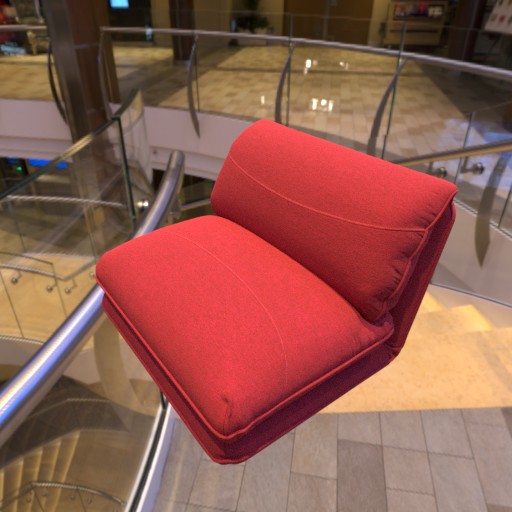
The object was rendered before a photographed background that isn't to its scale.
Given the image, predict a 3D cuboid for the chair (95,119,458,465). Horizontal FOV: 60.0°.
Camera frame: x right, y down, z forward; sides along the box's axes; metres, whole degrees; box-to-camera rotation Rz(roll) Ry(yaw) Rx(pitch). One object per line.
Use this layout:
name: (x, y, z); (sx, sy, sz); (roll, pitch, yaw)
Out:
chair: (0.000, 0.000, 1.330); (0.780, 0.580, 0.820); (-21, 37, -31)
